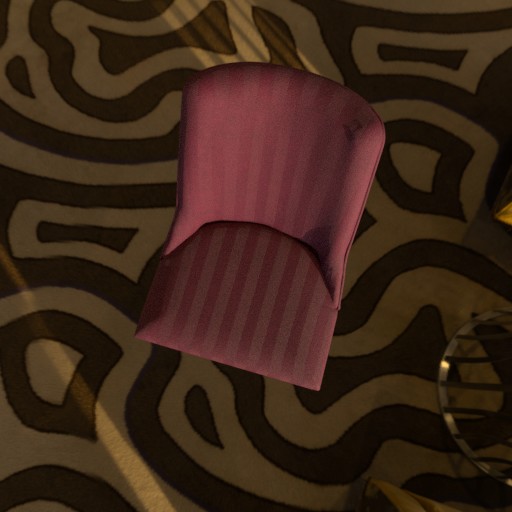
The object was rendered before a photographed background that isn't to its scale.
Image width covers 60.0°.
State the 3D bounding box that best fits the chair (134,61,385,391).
[{"bbox_3d":[0.000,0.000,1.296,0.548,0.916,0.638,15,76,4],"label":"chair"}]
